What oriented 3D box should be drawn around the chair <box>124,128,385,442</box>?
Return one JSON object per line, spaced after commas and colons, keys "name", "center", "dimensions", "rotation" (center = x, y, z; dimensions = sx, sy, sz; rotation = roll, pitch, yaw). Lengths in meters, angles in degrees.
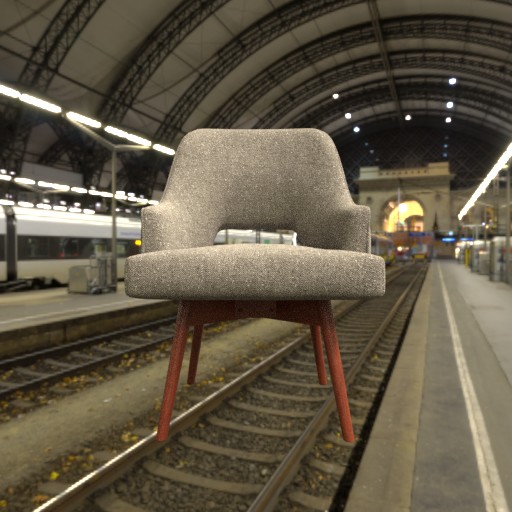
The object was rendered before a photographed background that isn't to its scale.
{"name": "chair", "center": [0.000, 0.000, 1.275], "dimensions": [0.608, 0.875, 0.629], "rotation": [0, 1, 1]}
